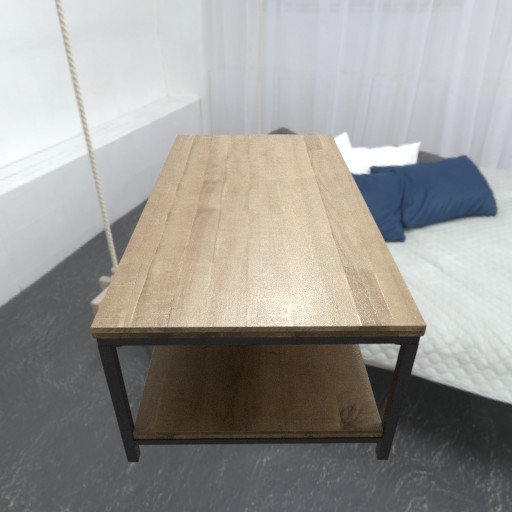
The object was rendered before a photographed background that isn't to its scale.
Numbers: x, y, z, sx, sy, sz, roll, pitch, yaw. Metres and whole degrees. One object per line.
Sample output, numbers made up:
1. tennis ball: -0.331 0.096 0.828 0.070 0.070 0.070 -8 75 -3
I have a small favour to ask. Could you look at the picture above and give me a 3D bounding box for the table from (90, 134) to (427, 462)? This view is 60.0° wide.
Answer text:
1. table: 0.000 0.000 1.308 0.574 0.393 1.062 0 33 0
